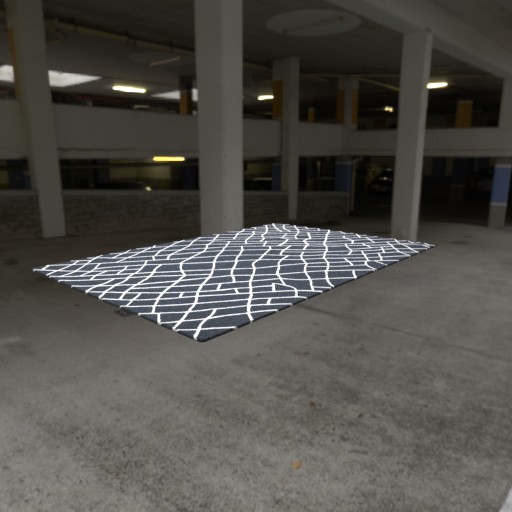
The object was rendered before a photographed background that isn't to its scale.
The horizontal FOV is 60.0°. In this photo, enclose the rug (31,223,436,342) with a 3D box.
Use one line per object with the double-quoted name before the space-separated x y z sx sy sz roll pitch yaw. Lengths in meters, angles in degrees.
"rug" 0.000 0.000 2.349 1.223 0.013 1.830 12 18 41
